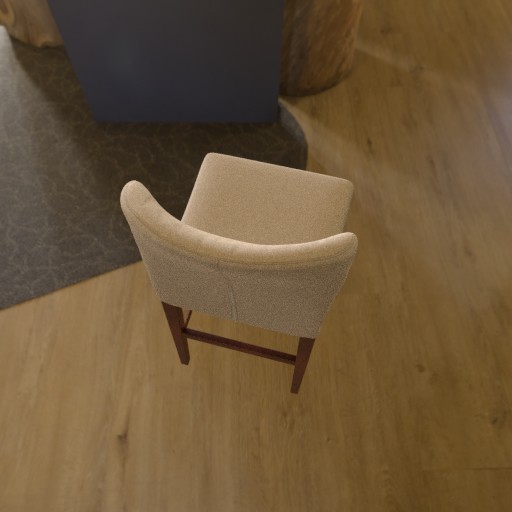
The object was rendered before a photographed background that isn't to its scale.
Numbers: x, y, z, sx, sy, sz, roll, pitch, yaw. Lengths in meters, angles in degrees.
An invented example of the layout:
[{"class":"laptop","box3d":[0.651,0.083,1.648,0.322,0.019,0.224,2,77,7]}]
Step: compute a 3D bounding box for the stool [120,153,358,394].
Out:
[{"class":"stool","box3d":[0.000,0.000,1.314,0.479,0.968,0.568,13,62,7]}]
